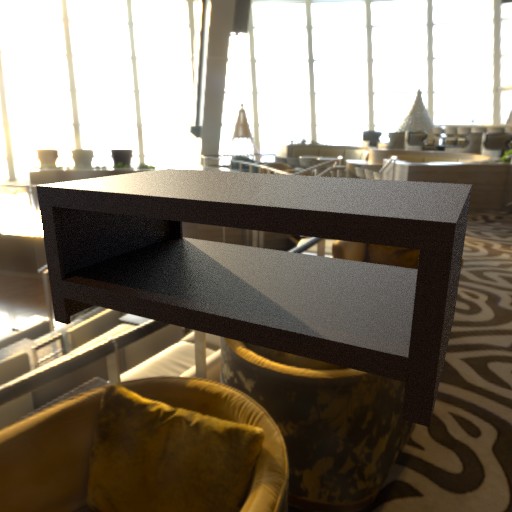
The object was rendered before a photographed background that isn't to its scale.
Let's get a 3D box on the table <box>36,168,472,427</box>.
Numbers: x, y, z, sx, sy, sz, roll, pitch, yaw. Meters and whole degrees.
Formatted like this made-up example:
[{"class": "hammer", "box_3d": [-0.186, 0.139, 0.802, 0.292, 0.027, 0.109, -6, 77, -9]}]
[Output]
[{"class": "table", "box_3d": [0.000, 0.000, 1.331, 1.099, 0.424, 0.597, 8, 18, 26]}]
